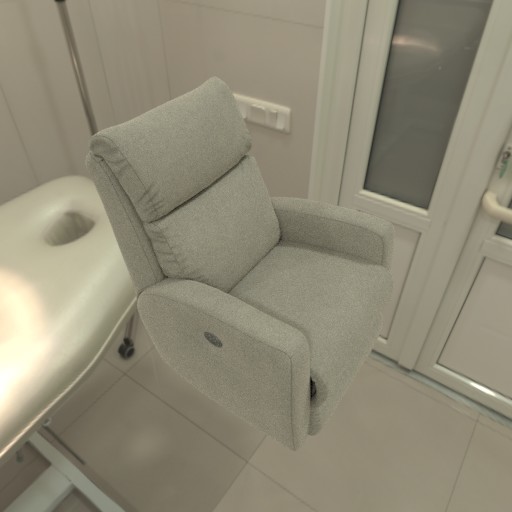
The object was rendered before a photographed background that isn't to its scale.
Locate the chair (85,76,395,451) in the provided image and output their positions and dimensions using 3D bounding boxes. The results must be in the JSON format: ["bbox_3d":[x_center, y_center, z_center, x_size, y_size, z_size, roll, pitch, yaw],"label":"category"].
[{"bbox_3d":[0.000,0.000,1.666,0.940,1.021,0.794,25,47,25],"label":"chair"}]
